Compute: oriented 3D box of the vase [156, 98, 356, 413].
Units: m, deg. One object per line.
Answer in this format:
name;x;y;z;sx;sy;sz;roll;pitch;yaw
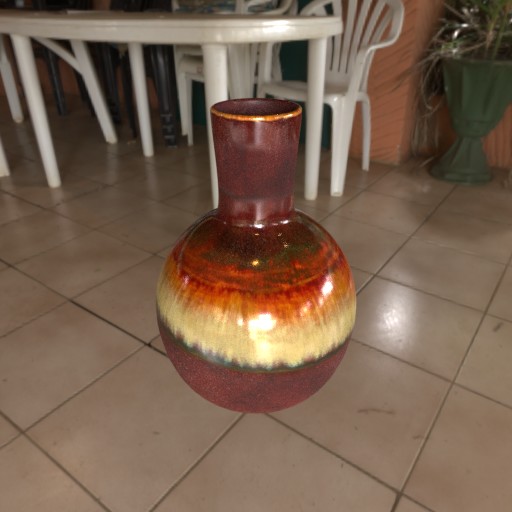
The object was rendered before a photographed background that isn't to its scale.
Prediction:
vase;0.000;0.000;0.236;0.111;0.154;0.111;0;30;0
